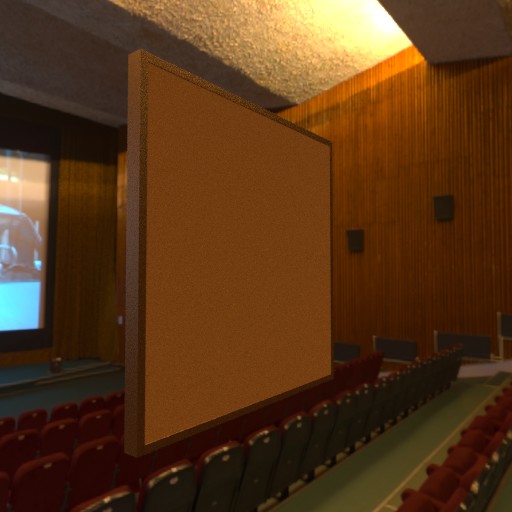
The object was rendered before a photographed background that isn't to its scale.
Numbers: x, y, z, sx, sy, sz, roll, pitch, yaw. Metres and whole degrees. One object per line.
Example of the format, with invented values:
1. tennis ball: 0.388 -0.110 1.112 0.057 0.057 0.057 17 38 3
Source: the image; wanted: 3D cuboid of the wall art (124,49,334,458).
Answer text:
1. wall art: 0.000 0.000 1.138 0.038 0.762 0.762 -2 -3 38
